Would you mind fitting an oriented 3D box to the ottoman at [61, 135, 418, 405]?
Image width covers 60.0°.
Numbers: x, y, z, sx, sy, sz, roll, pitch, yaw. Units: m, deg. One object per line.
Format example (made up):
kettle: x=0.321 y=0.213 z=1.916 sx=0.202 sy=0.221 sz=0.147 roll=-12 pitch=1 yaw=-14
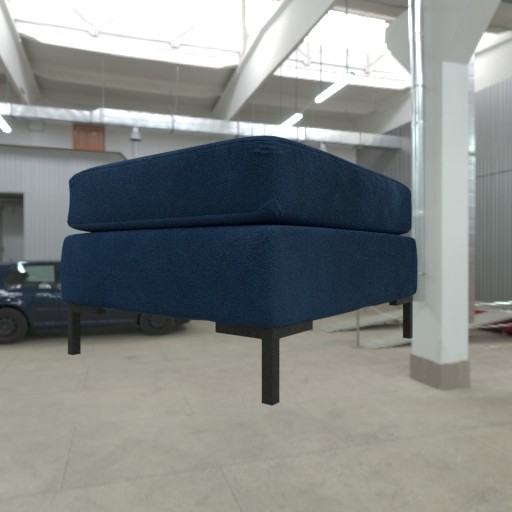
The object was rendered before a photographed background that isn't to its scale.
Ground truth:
ottoman: x=0.000 y=0.000 z=1.208 sx=0.655 sy=0.485 sz=0.794 roll=0 pitch=1 yaw=37
